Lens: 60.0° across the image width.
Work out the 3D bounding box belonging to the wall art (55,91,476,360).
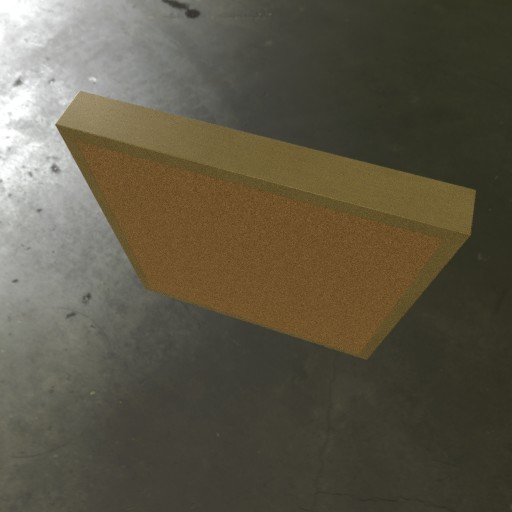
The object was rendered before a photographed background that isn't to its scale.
[{"bbox_3d":[0.000,0.000,0.451,0.305,0.305,0.038,16,63,9],"label":"wall art"}]
